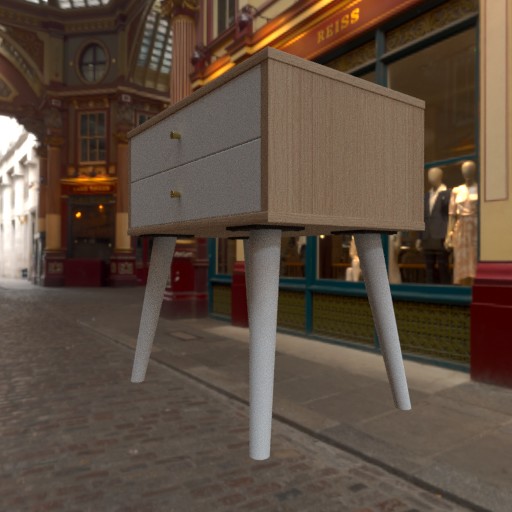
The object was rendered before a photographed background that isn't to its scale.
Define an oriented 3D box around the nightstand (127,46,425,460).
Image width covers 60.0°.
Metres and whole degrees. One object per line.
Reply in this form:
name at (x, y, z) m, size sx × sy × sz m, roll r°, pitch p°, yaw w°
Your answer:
nightstand at (0.000, 0.000, 0.984) m, size 0.407 × 0.610 × 0.571 m, roll 0°, pitch 0°, yaw -36°
